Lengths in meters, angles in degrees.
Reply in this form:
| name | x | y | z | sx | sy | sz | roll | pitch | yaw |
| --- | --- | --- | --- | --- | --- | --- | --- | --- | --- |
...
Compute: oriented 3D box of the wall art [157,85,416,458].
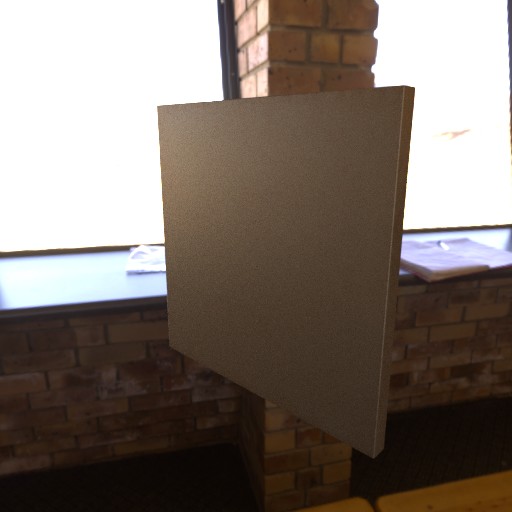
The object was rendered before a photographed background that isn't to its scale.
| name | x | y | z | sx | sy | sz | roll | pitch | yaw |
| --- | --- | --- | --- | --- | --- | --- | --- | --- | --- |
| wall art | 0.000 | 0.000 | 0.752 | 0.503 | 0.506 | 0.030 | 14 | 21 | 42 |
